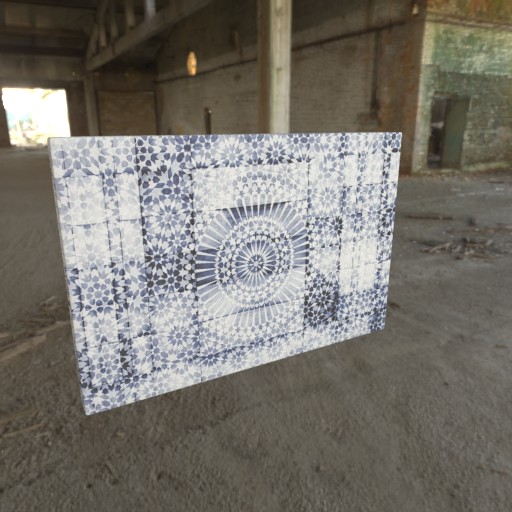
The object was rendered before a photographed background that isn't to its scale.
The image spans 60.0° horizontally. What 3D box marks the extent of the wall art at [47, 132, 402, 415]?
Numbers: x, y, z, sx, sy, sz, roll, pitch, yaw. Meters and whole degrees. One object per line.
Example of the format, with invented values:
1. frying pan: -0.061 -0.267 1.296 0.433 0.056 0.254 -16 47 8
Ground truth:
1. wall art: 0.000 0.000 1.147 0.911 0.608 0.057 -9 19 -28
